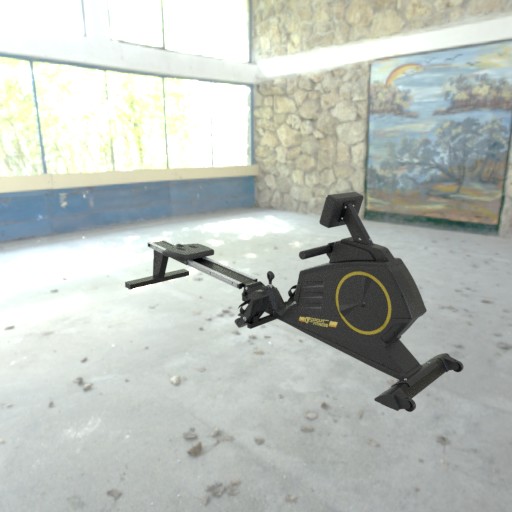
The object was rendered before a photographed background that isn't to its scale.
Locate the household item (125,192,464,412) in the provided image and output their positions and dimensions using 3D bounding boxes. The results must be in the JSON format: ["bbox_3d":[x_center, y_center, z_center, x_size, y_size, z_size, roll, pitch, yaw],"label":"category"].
[{"bbox_3d":[0.000,0.000,2.566,0.521,0.810,2.251,-13,19,-42],"label":"household item"}]
